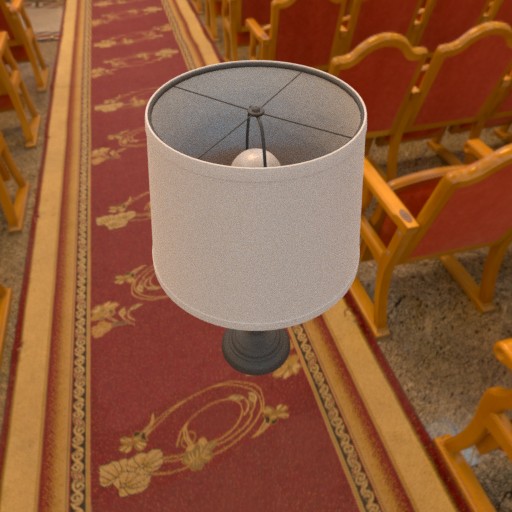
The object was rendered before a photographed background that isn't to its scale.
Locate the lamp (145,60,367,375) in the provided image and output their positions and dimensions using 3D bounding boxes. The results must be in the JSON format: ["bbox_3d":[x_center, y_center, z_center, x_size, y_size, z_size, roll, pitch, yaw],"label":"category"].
[{"bbox_3d":[0.000,0.000,0.691,0.310,0.501,0.310,0,46,0],"label":"lamp"}]
